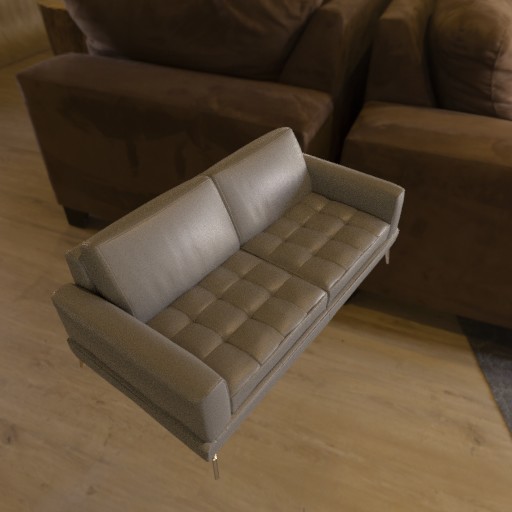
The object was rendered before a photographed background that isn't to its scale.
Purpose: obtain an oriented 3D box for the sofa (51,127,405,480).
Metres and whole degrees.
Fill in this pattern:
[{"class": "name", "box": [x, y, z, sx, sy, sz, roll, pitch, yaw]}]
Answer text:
[{"class": "sofa", "box": [0.000, 0.000, 2.782, 1.121, 0.930, 2.177, 26, 47, 28]}]
